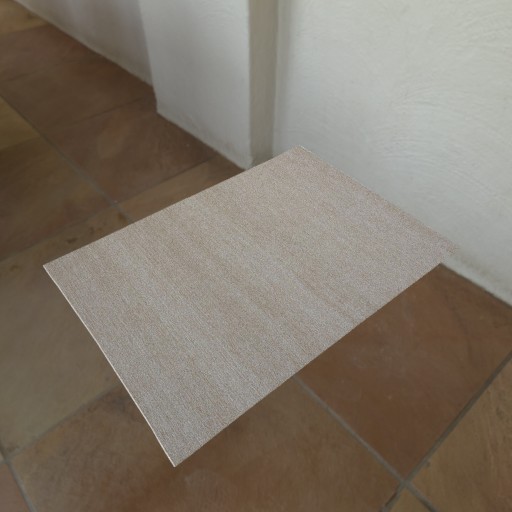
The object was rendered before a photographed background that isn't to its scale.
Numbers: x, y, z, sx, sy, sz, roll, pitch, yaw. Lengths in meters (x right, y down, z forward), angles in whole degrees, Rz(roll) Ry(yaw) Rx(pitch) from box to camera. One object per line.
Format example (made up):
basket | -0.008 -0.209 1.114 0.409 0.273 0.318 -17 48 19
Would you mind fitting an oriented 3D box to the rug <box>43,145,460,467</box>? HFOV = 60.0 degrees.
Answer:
rug | 0.000 0.000 3.717 2.869 0.038 2.032 -30 53 -25
